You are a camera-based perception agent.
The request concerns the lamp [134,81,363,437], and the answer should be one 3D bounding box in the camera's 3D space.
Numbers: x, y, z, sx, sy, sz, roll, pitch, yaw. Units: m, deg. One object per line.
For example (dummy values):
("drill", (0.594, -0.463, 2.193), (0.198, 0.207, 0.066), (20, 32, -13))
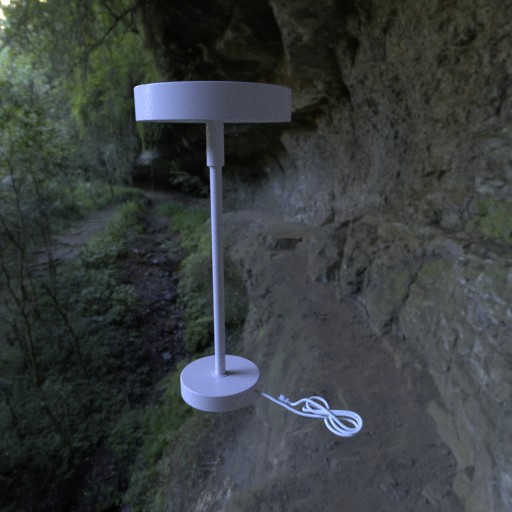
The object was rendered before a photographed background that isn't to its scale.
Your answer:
("lamp", (0.000, 0.000, 0.688), (0.369, 0.508, 0.229), (8, 17, 27))
